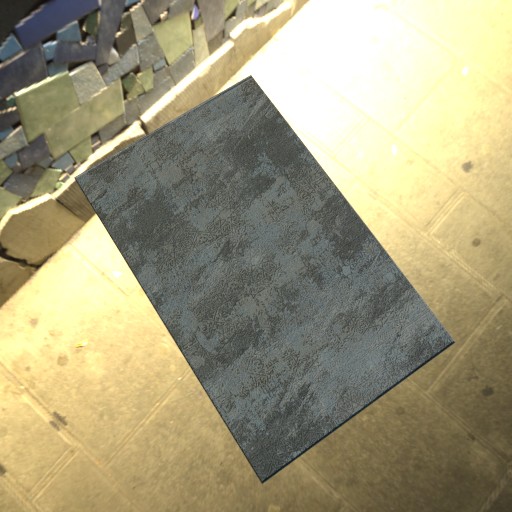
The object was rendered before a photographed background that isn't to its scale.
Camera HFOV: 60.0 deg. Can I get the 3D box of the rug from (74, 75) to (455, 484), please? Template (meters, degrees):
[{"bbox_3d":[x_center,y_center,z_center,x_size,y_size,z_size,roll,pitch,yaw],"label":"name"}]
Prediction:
[{"bbox_3d":[0.000,0.000,3.056,1.536,0.012,2.431,-33,78,-8],"label":"rug"}]
